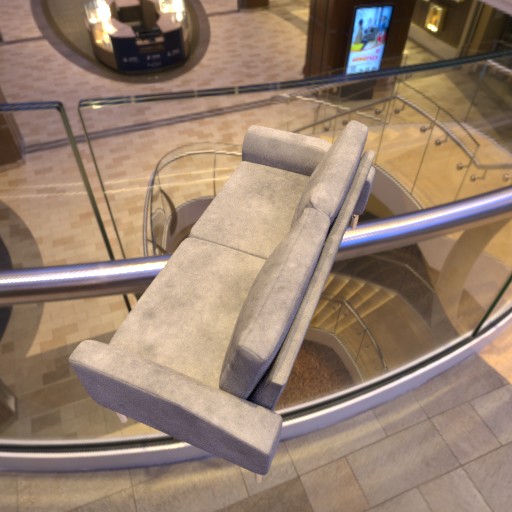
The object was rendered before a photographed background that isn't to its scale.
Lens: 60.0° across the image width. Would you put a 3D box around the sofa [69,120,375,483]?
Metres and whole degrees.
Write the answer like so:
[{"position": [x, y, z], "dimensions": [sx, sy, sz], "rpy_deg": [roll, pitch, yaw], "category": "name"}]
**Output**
[{"position": [0.000, 0.000, 2.279], "dimensions": [0.849, 0.859, 1.837], "rpy_deg": [17, 49, 15], "category": "sofa"}]
